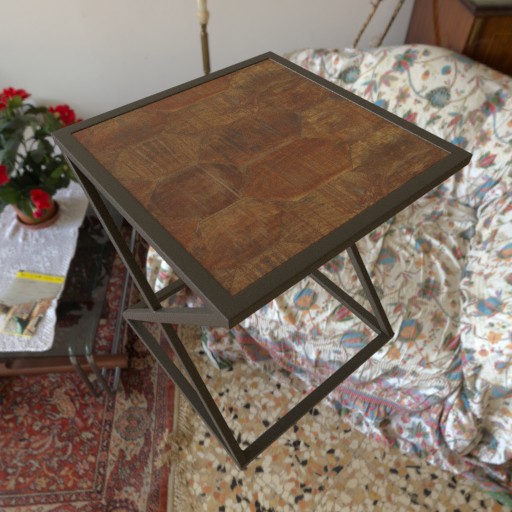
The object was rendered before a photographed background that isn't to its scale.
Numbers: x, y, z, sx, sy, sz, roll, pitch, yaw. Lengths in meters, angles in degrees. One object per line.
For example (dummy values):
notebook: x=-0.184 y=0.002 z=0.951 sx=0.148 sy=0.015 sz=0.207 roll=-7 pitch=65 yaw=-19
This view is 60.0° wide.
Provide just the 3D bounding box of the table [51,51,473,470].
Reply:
table: x=0.000 y=0.000 z=0.948 sx=0.500 sy=0.565 sz=0.500 roll=-32 pitch=56 yaw=-25
